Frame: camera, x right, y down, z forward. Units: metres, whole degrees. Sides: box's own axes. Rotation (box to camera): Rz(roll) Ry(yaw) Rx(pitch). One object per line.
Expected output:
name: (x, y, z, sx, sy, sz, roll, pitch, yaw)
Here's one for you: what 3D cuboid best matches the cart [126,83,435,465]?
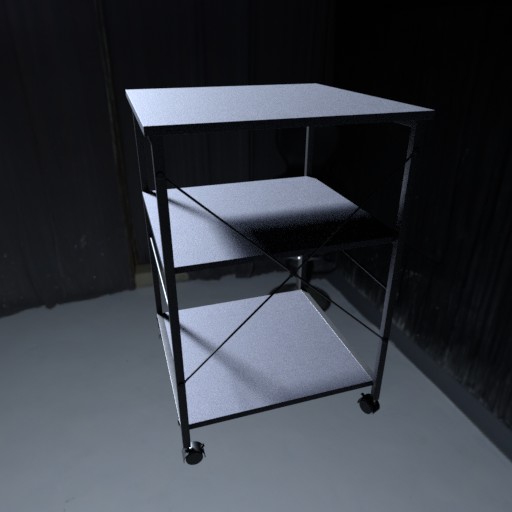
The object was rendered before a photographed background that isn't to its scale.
cart: (0.000, 0.000, 1.128, 0.521, 0.762, 0.520, -8, 28, -16)
